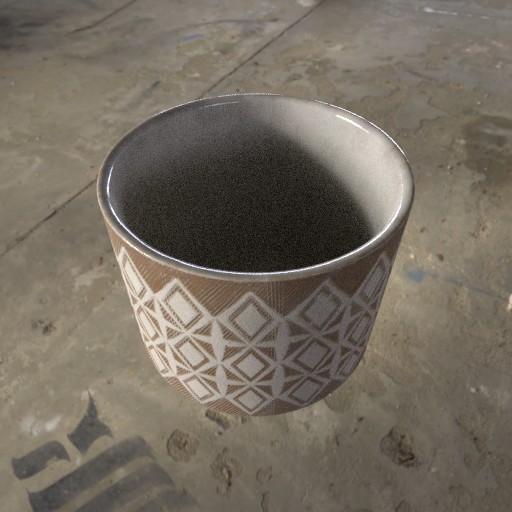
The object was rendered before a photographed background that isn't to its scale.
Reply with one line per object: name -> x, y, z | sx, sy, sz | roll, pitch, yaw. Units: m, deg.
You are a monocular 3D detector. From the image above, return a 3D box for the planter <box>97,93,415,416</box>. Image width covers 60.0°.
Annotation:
planter -> 0.000, 0.000, 0.335 | 0.193, 0.165, 0.193 | 0, 46, 0
